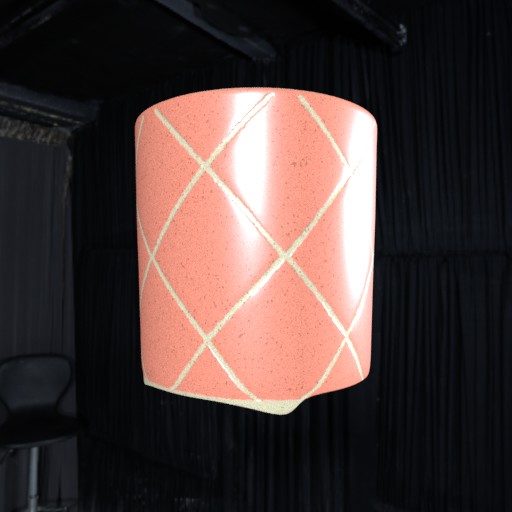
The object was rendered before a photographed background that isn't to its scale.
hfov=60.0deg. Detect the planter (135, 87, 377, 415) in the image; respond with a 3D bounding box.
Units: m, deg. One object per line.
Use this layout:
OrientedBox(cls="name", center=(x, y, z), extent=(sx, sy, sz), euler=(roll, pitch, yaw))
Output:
OrientedBox(cls="planter", center=(0.000, 0.000, 0.359), extent=(0.191, 0.200, 0.191), euler=(0, -1, 0))
